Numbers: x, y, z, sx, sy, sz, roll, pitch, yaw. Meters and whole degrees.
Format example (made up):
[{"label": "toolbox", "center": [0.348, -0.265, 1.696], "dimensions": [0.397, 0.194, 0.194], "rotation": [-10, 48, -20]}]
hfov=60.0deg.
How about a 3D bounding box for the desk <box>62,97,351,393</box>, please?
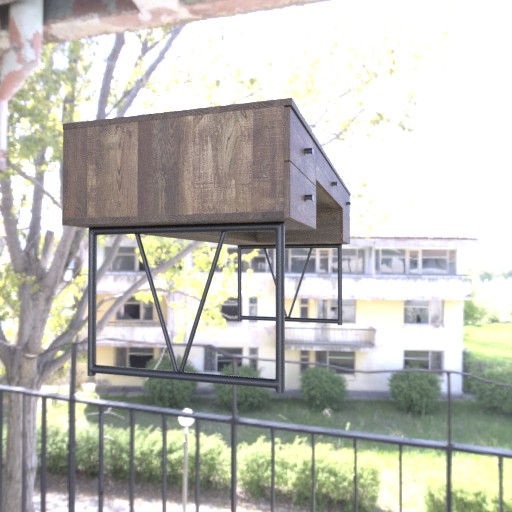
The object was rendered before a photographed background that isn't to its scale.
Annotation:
[{"label": "desk", "center": [0.000, 0.000, 1.992], "dimensions": [0.730, 0.780, 1.600], "rotation": [0, -1, 17]}]
